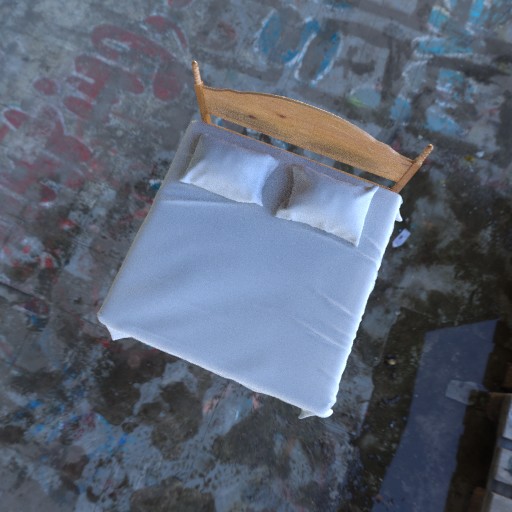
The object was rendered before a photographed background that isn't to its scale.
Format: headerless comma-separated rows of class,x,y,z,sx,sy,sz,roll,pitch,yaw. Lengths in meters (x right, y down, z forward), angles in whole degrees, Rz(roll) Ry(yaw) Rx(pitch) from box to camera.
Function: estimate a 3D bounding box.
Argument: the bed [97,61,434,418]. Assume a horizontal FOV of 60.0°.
bed,0.000,0.000,3.690,2.322,1.355,2.219,21,77,5
